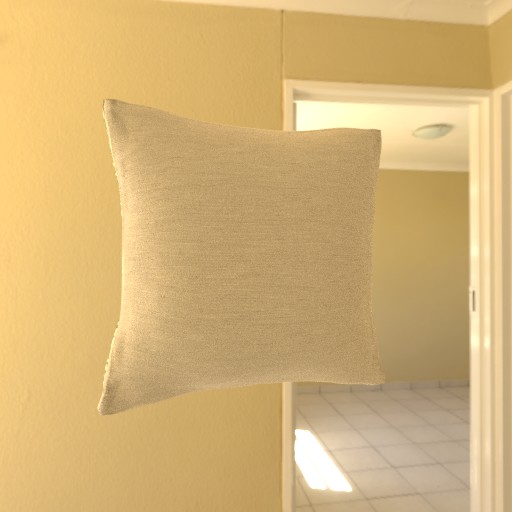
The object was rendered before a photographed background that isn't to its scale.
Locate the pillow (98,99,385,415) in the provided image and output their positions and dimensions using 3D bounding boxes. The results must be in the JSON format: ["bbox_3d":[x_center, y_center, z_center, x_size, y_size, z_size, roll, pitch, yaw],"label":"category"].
[{"bbox_3d":[0.000,0.000,0.656,0.440,0.419,0.162,0,-1,-19],"label":"pillow"}]
